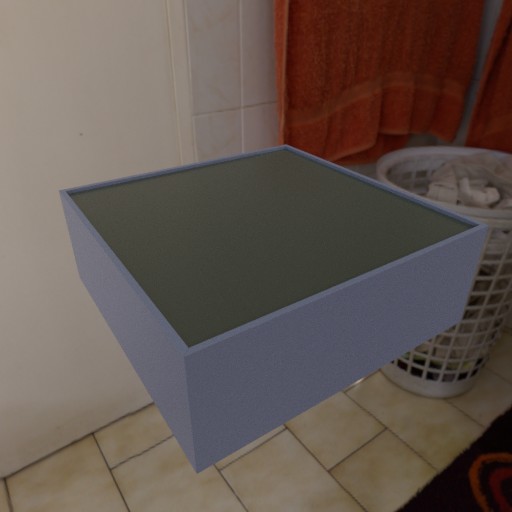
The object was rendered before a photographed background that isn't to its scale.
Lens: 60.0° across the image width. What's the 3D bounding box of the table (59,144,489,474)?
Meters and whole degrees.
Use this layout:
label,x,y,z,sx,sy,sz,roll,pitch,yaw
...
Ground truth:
label,x,y,z,sx,sy,sz,roll,pitch,yaw
table,0.000,0.000,1.228,0.801,0.299,0.801,-19,35,-29
